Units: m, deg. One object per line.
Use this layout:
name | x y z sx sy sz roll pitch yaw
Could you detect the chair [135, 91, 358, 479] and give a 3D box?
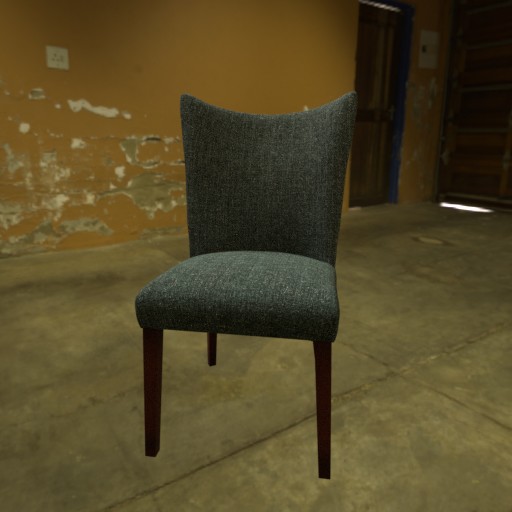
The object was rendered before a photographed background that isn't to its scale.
chair | 0.000 0.000 1.273 0.535 0.924 0.623 3 15 10
